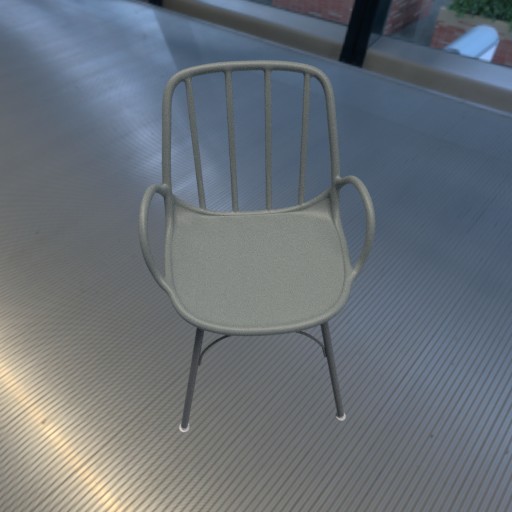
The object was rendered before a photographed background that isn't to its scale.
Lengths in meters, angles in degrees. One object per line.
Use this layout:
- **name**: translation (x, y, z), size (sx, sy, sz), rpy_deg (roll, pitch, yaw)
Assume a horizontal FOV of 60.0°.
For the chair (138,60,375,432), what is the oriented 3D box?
- **chair**: translation (0.000, 0.000, 1.206), size (0.549, 0.816, 0.597), rpy_deg (-3, 46, -3)
